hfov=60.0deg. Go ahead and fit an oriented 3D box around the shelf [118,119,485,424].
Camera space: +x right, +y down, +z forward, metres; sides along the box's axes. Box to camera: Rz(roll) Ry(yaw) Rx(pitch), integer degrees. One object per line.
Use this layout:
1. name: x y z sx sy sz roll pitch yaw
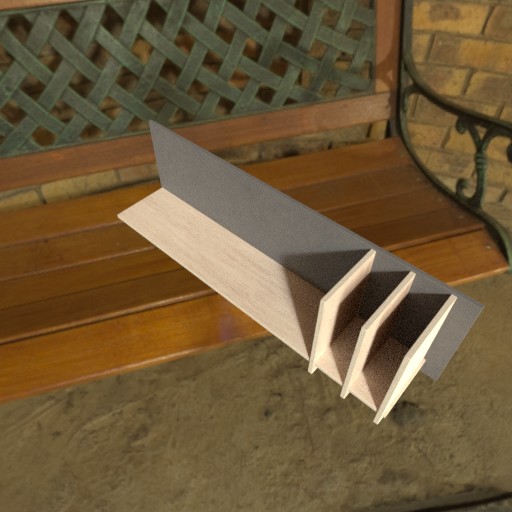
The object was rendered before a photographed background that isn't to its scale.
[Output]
1. shelf: 0.000 0.000 1.154 1.020 0.300 0.200 34 56 27
